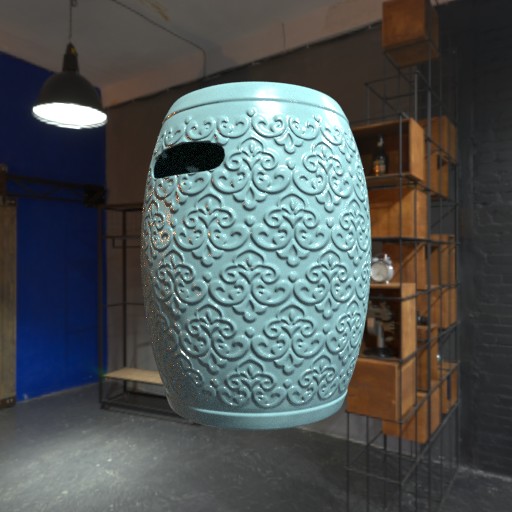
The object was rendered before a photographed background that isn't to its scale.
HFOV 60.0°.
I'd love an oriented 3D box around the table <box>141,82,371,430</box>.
[{"bbox_3d":[0.000,0.000,0.614,0.309,0.397,0.309,0,0,0],"label":"table"}]
